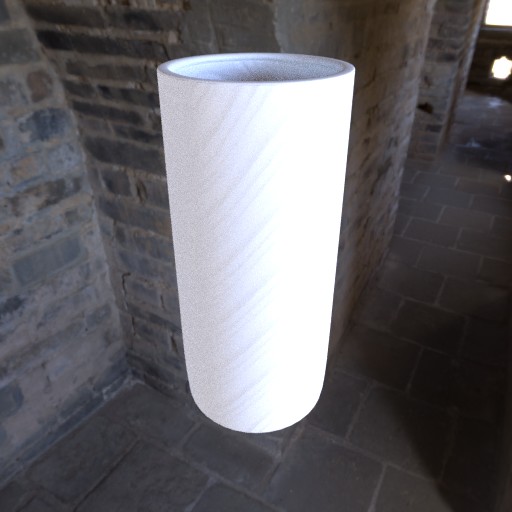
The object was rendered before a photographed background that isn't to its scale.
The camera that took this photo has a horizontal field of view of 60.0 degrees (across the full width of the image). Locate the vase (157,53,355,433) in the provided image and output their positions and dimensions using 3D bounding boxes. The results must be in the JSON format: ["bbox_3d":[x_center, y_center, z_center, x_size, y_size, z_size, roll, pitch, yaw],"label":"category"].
[{"bbox_3d":[0.000,0.000,0.394,0.143,0.316,0.143,0,31,0],"label":"vase"}]
